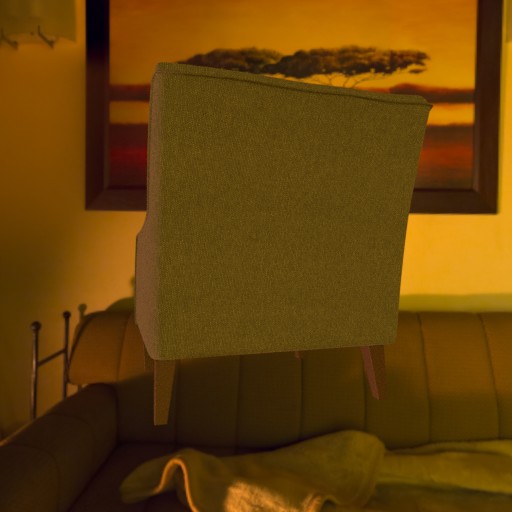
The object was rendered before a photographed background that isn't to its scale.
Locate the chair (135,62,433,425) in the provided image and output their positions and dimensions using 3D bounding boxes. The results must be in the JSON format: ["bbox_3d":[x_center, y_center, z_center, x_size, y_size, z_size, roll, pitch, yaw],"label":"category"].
[{"bbox_3d":[0.000,0.000,1.547,0.780,0.919,0.899,0,0,-18],"label":"chair"}]
